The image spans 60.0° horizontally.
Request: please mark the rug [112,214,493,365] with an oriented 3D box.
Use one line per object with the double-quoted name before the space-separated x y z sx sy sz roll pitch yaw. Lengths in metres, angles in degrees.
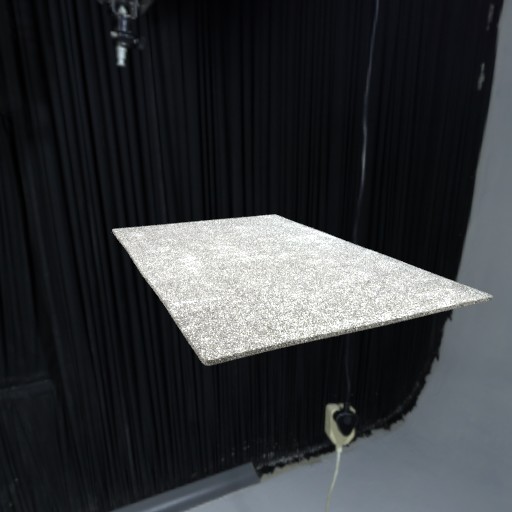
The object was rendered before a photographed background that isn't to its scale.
"rug" 0.000 0.000 2.904 1.502 0.025 2.350 -7 18 -24
